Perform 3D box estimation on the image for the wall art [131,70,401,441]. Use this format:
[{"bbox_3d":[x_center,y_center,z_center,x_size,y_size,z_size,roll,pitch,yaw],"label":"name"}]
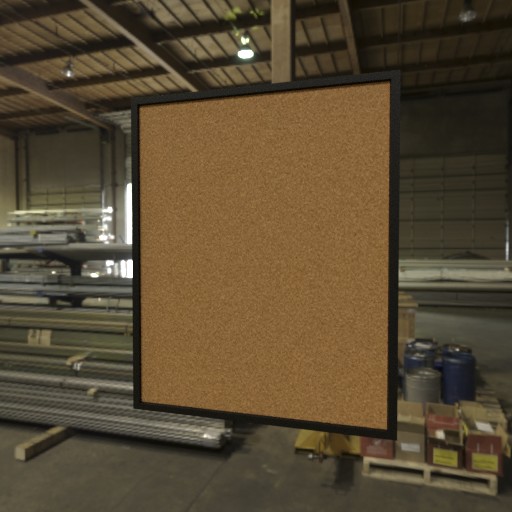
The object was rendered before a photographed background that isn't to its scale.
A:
[{"bbox_3d":[0.000,0.000,0.746,0.457,0.559,0.029,0,2,17],"label":"wall art"}]
